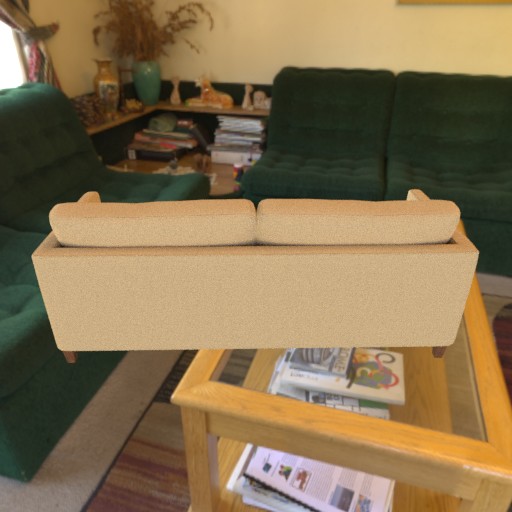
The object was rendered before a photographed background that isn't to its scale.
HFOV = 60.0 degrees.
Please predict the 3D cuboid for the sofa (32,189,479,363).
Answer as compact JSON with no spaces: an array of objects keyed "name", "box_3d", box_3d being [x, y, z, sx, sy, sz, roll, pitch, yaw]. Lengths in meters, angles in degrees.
[{"name":"sofa","box_3d":[0.000,0.000,2.832,2.361,0.968,0.951,-1,29,-1]}]
